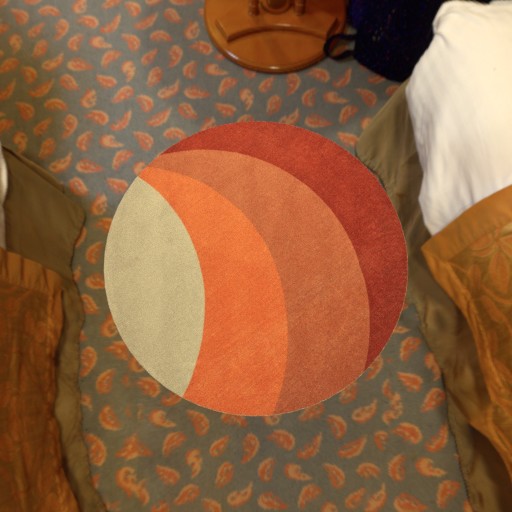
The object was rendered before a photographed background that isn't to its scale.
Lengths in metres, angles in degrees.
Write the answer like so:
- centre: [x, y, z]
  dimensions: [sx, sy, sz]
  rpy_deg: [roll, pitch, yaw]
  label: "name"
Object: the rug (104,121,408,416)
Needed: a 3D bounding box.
- centre: [0.000, 0.000, 2.217]
  dimensions: [1.514, 0.015, 1.514]
  rpy_deg: [0, 75, 0]
  label: "rug"
